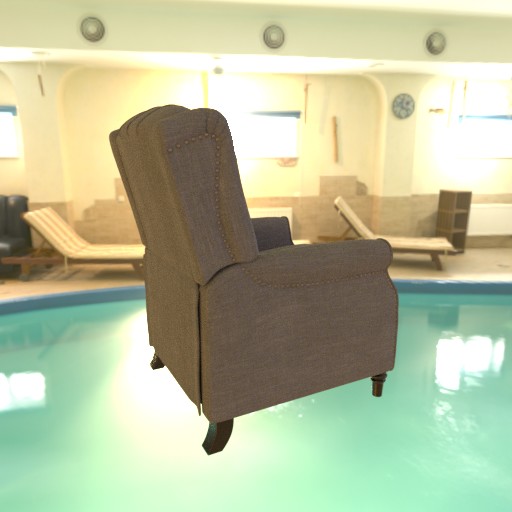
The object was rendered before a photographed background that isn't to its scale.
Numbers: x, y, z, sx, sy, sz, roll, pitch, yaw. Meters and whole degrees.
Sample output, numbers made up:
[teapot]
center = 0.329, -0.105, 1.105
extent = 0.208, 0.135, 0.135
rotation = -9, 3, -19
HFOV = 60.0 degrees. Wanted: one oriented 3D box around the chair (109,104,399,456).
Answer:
[chair]
center = 0.000, 0.000, 1.656
extent = 0.898, 1.035, 0.742
rotation = -7, 15, -27
